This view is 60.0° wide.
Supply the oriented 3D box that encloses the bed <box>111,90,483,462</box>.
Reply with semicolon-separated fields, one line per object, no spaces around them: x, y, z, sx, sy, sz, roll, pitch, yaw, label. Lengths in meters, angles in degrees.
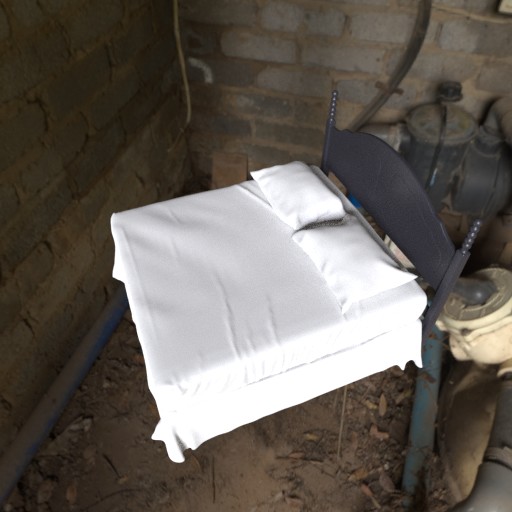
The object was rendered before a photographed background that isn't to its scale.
0.000;0.000;3.141;2.040;1.356;1.873;-16;49;-15;bed
